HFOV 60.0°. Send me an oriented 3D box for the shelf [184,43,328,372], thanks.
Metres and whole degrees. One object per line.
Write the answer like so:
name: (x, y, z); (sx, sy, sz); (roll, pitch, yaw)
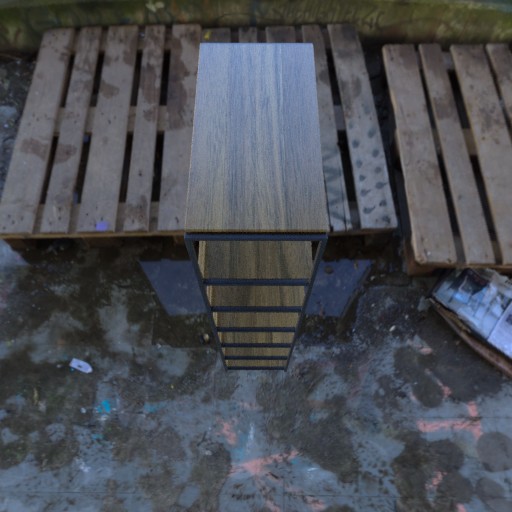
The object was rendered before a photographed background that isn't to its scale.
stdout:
shelf: (0.000, 0.000, 2.404); (0.431, 2.015, 0.847); (0, 64, 0)
